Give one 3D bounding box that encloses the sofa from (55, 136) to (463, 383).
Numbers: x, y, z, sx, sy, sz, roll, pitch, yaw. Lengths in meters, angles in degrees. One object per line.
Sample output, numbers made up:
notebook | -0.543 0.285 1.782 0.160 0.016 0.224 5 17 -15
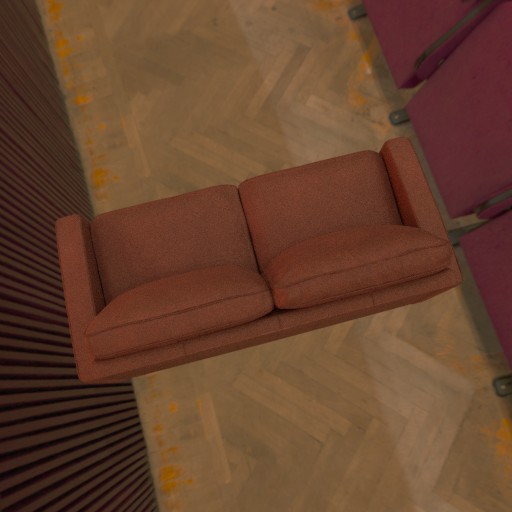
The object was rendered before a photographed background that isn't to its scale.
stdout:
sofa | 0.000 0.000 2.514 2.080 0.919 0.940 -14 75 -4
